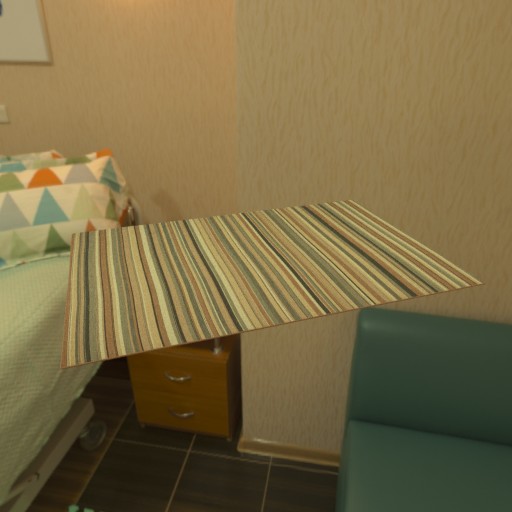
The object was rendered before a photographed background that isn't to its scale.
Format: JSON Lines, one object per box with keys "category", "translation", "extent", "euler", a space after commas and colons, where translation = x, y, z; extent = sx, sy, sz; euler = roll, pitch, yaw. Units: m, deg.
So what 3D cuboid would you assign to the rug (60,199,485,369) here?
{"category": "rug", "translation": [0.000, 0.000, 2.298], "extent": [1.829, 0.008, 1.219], "euler": [-9, 28, -17]}
